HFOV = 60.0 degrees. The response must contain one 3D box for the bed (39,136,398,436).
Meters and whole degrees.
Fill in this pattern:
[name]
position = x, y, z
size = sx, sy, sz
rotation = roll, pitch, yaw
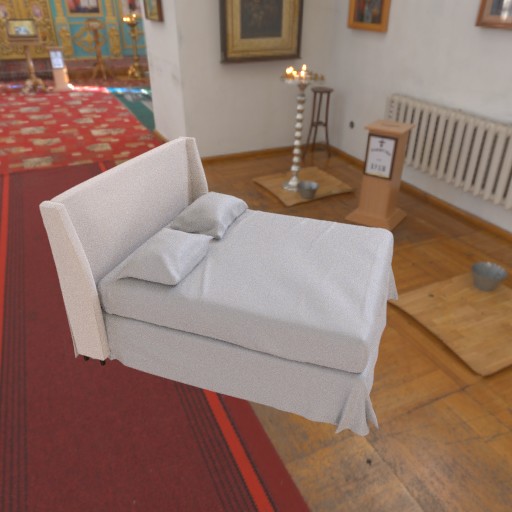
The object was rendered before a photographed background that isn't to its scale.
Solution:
[bed]
position = 0.000, 0.000, 3.557
size = 2.276, 1.332, 1.925
rotation = 10, 30, 18
